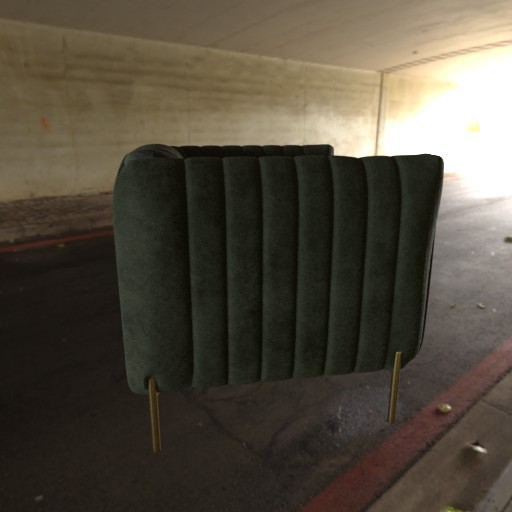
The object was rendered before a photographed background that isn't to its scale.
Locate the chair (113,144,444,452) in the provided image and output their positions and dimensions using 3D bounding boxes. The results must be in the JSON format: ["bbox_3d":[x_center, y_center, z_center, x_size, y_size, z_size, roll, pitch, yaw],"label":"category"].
[{"bbox_3d":[0.000,0.000,1.627,0.877,0.794,1.032,-3,16,-10],"label":"chair"}]
